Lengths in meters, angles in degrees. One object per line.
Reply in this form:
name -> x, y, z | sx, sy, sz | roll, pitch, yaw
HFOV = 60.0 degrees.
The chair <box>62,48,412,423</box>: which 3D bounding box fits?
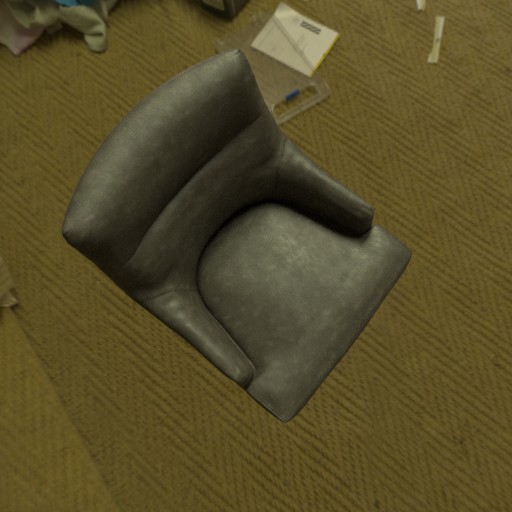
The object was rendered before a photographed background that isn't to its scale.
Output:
chair -> 0.000, 0.000, 1.492 | 0.874, 0.870, 0.738 | 38, 79, 9
